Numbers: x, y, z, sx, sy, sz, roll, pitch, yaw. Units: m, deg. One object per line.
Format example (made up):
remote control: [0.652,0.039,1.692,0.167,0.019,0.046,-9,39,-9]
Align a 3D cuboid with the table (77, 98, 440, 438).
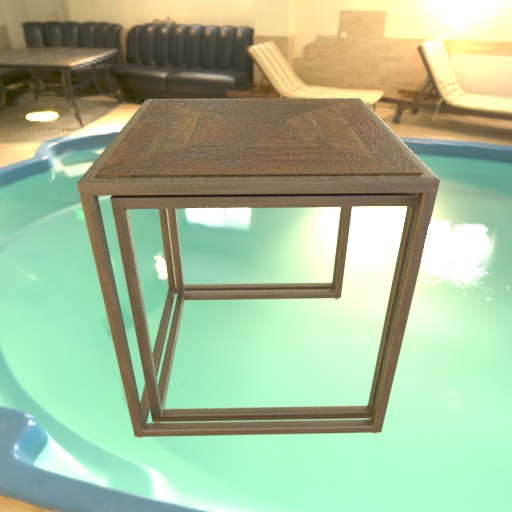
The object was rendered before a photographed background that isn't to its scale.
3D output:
table: [0.000,0.000,0.866,0.449,0.500,0.450,-1,32,-1]
